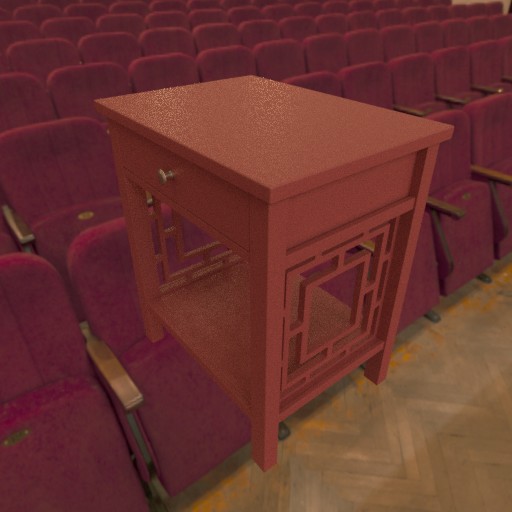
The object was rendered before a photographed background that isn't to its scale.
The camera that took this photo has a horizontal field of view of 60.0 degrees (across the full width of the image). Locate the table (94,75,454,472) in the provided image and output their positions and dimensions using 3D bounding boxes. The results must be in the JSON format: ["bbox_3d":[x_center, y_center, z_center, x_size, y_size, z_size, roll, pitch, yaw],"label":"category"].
[{"bbox_3d":[0.000,0.000,1.073,0.451,0.686,0.599,-23,40,-32],"label":"table"}]
